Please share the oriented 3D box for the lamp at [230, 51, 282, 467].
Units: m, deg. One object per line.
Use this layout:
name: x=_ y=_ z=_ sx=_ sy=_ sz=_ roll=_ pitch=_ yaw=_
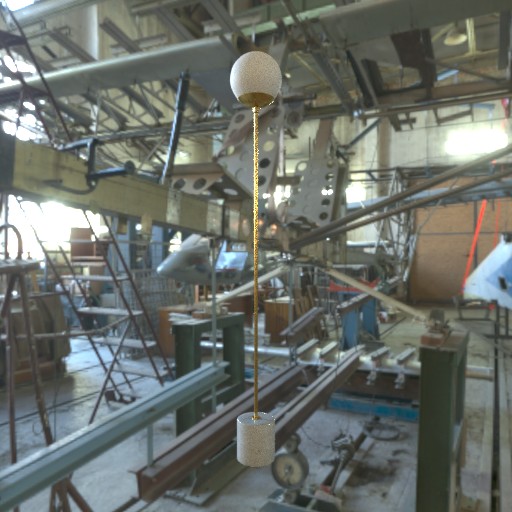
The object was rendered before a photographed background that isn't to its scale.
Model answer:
lamp: x=0.000 y=0.000 z=1.921 sx=0.224 sy=1.753 sz=0.224 roll=0 pitch=0 yaw=-17
